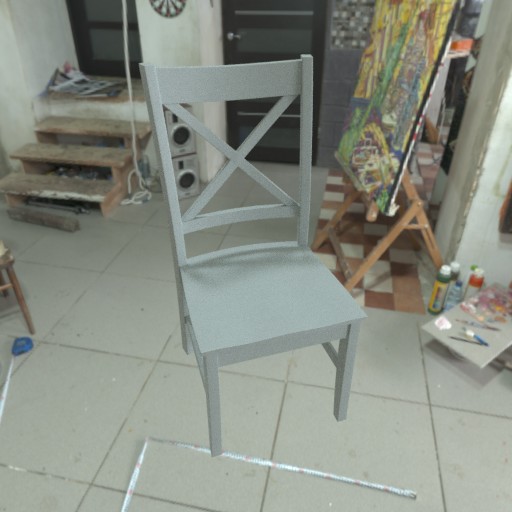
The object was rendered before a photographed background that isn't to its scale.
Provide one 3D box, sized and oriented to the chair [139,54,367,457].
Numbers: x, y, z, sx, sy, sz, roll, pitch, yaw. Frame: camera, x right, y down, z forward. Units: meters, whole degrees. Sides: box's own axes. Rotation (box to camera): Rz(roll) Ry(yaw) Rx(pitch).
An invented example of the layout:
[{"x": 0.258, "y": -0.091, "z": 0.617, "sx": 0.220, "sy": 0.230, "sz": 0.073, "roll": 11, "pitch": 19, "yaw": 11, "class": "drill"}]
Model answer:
[{"x": 0.000, "y": 0.000, "z": 1.282, "sx": 0.485, "sy": 0.983, "sz": 0.542, "roll": -10, "pitch": 34, "yaw": -15, "class": "chair"}]
